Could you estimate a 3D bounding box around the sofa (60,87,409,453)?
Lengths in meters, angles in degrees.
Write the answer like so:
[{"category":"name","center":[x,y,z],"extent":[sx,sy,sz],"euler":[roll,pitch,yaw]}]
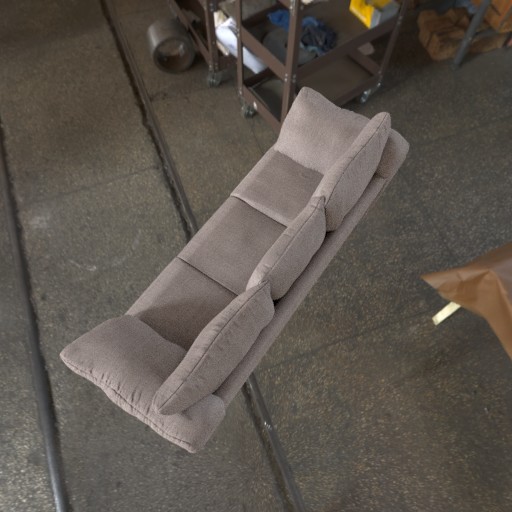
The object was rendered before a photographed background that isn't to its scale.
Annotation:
[{"category":"sofa","center":[0.000,0.000,2.813],"extent":[0.878,0.996,2.334],"euler":[33,68,15]}]
